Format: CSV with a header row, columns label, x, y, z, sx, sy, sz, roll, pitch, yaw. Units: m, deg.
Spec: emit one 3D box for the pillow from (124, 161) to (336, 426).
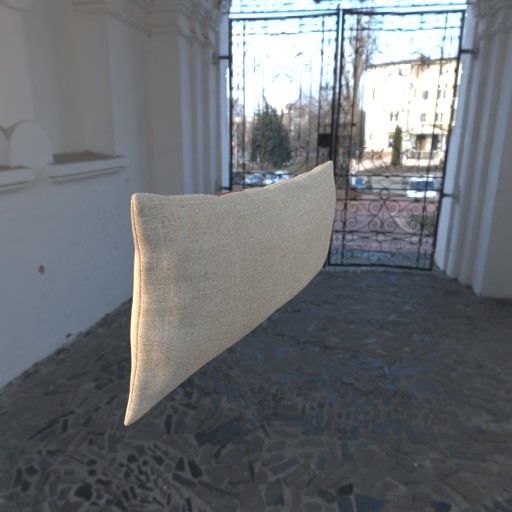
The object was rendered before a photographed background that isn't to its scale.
label,x,y,z,sx,sy,sz,roll,pitch,yaw
pillow,0.000,0.000,0.741,0.155,0.282,0.612,8,17,26
